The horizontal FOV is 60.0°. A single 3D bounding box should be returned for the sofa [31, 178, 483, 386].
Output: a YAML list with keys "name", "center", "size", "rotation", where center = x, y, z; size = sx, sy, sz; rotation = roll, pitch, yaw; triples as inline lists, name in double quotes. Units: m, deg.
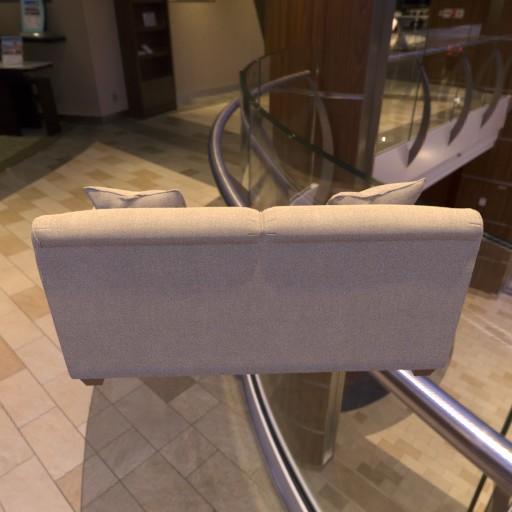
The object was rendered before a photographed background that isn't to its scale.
- name: "sofa"
  center: [0.000, 0.000, 2.378]
  size: [1.846, 0.958, 0.998]
  rotation: [-1, 30, -2]
